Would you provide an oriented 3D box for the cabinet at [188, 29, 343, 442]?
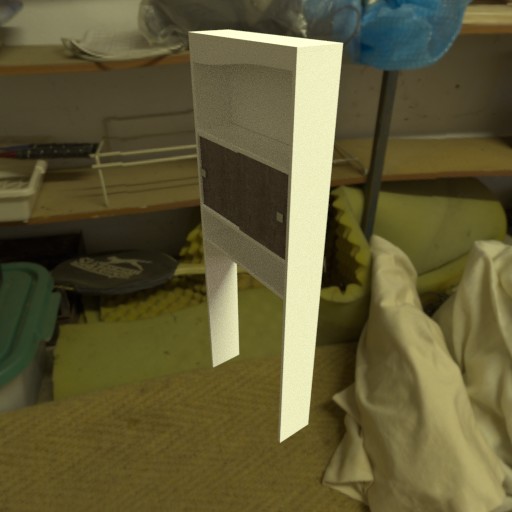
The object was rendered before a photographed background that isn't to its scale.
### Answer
[{"bbox_3d":[0.000,0.000,1.990,0.192,1.770,0.643,-21,37,-30],"label":"cabinet"}]
